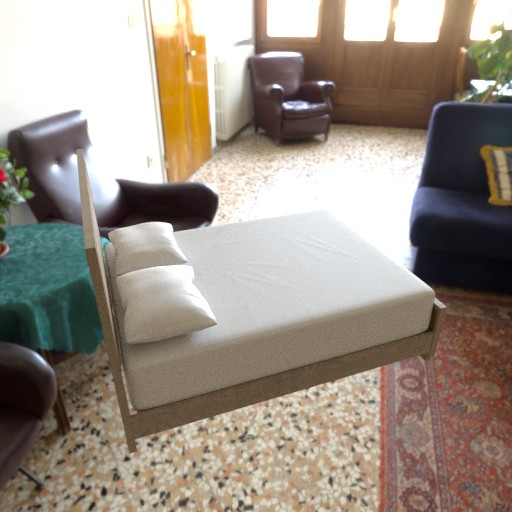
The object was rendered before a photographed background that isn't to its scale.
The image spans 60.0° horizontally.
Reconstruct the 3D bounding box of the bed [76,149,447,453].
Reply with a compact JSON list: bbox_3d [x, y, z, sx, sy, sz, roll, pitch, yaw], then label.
[{"bbox_3d":[0.000,0.000,3.247,2.189,1.369,1.606,-11,31,-18],"label":"bed"}]
